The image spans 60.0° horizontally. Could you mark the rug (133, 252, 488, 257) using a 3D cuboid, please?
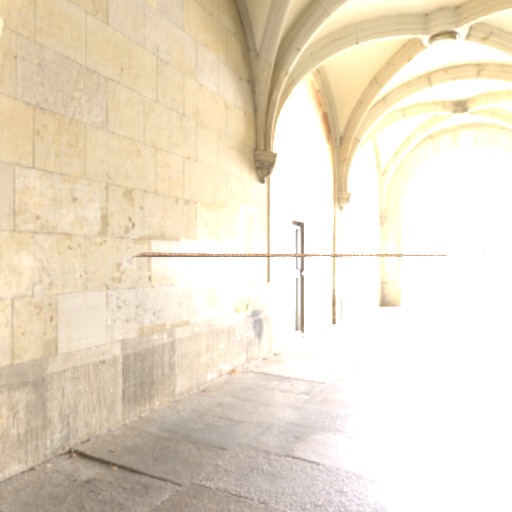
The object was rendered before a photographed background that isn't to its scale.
[{"bbox_3d":[0.000,0.000,2.327,1.225,0.013,1.840,0,0,-16],"label":"rug"}]
